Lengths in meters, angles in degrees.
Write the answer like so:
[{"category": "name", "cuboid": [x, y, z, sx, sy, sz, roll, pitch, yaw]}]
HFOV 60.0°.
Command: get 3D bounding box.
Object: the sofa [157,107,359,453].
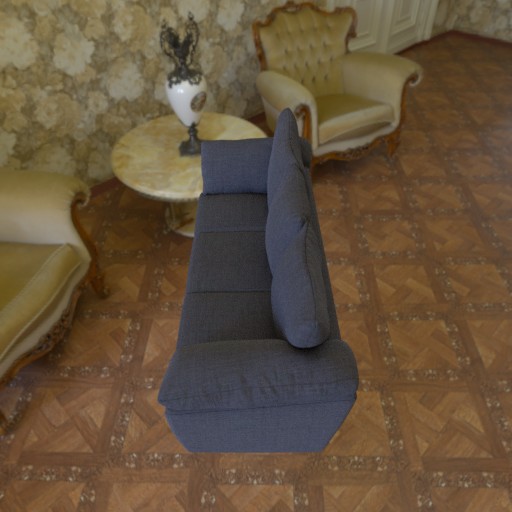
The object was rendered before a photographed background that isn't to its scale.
[{"category": "sofa", "cuboid": [0.000, 0.000, 2.873, 0.883, 1.080, 2.336, 0, 42, 0]}]
